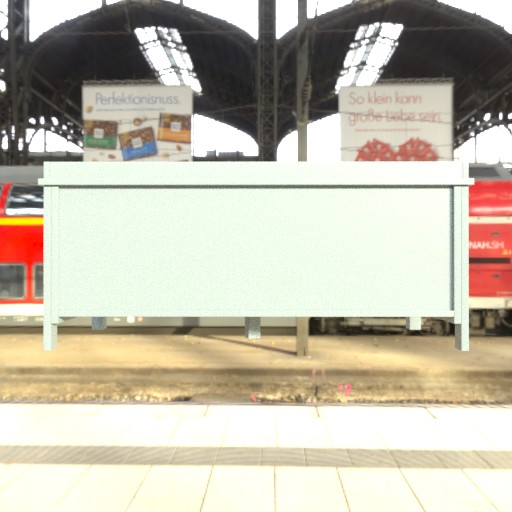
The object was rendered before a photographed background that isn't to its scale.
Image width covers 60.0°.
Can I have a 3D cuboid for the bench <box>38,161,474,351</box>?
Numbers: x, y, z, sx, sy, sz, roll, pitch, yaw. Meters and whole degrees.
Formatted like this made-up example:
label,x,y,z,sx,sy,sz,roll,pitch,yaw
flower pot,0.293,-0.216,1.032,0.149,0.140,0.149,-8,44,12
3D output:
label,x,y,z,sx,sy,sz,roll,pitch,yaw
bench,0.000,0.000,1.357,1.140,0.501,0.398,0,0,0
